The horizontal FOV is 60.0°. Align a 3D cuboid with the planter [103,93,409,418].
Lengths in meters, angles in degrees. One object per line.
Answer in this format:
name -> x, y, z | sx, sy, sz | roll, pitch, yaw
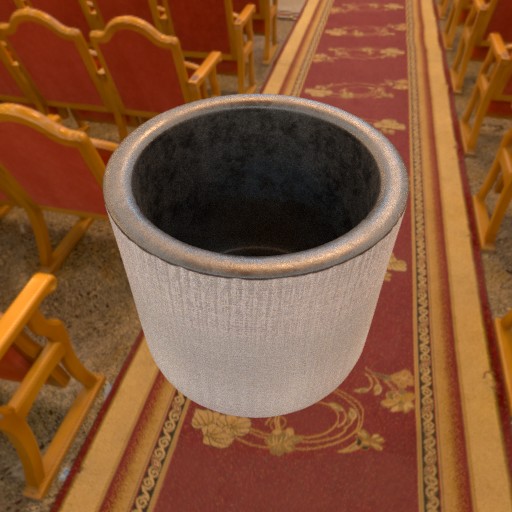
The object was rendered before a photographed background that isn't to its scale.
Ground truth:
planter -> 0.000, 0.000, 0.222 | 0.125, 0.112, 0.125 | 0, 47, 0
